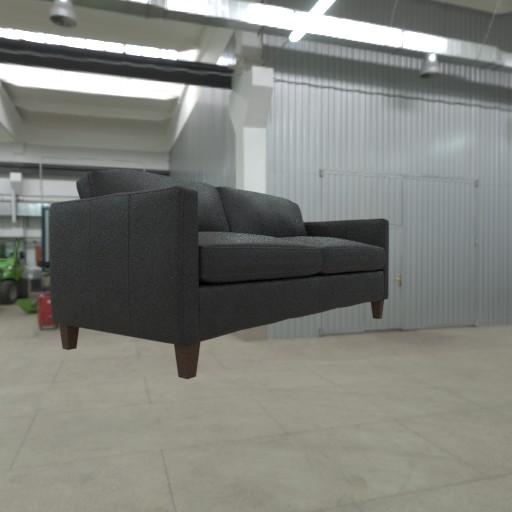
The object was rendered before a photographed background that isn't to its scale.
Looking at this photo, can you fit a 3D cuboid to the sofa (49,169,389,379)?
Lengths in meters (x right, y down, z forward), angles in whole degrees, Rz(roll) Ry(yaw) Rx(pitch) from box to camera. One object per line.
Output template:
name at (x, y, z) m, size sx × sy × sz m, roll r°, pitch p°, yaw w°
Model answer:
sofa at (0.000, 0.000, 2.540) m, size 0.933 × 0.863 × 1.971 m, roll 0°, pitch 1°, yaw 37°
